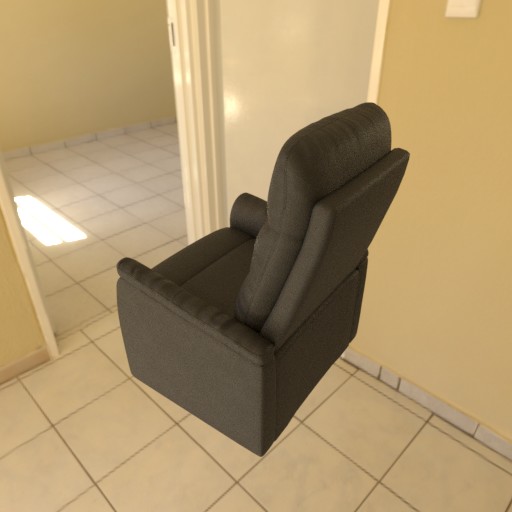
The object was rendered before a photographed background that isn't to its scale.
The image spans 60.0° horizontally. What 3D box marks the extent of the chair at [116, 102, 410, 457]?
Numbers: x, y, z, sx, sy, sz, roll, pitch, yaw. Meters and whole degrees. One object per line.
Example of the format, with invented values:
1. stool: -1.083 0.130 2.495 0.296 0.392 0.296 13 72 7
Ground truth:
1. chair: 0.000 0.000 1.631 0.831 1.082 0.775 20 37 30
